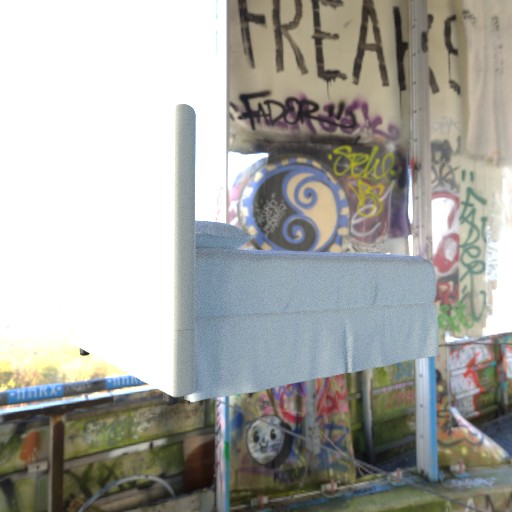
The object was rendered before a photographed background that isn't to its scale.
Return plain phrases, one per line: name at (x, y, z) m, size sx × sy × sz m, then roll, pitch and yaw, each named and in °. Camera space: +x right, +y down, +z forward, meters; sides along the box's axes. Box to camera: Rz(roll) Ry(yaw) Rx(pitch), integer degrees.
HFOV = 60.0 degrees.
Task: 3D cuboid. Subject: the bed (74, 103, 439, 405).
bed at (0.000, 0.000, 3.268) m, size 2.143 × 1.460 × 1.753 m, roll 2°, pitch -3°, yaw -36°
